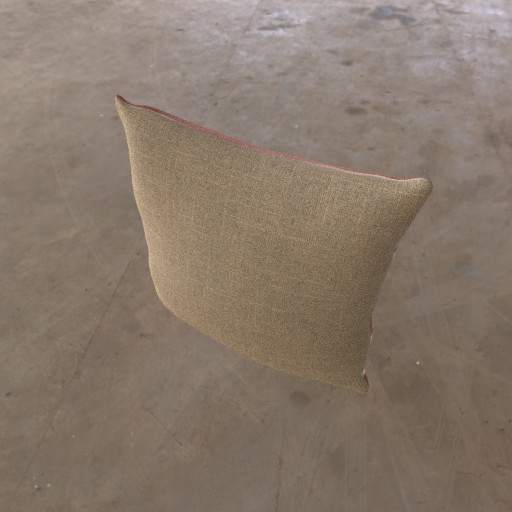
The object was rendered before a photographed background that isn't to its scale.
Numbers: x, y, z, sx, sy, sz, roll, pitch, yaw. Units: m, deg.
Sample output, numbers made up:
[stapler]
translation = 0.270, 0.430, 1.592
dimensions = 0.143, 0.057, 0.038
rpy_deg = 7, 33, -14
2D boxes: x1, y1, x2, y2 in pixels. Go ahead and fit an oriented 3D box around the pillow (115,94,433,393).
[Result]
[pillow]
translation = 0.000, 0.000, 0.675
dimensions = 0.439, 0.427, 0.182
rpy_deg = 22, 49, 20
